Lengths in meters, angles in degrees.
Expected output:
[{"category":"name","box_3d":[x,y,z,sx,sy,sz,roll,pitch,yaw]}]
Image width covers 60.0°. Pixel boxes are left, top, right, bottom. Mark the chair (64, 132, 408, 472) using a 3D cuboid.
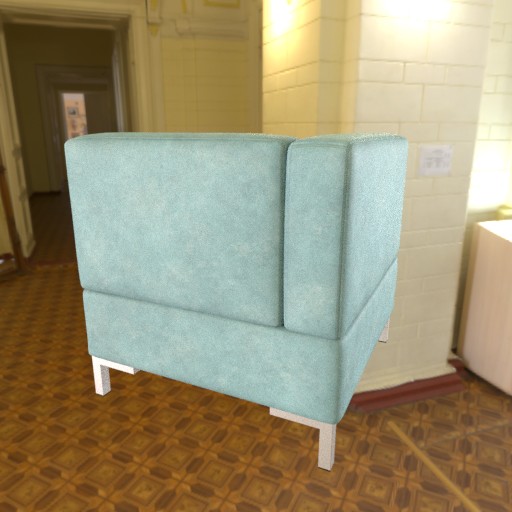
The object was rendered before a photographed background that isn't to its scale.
[{"category":"chair","box_3d":[0.000,0.000,1.224,0.684,0.660,0.691,8,18,25]}]
